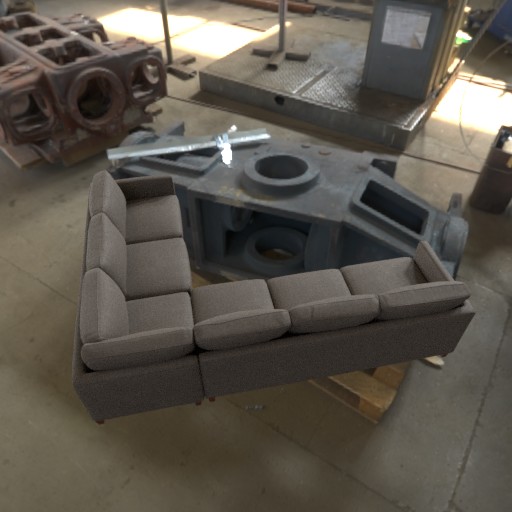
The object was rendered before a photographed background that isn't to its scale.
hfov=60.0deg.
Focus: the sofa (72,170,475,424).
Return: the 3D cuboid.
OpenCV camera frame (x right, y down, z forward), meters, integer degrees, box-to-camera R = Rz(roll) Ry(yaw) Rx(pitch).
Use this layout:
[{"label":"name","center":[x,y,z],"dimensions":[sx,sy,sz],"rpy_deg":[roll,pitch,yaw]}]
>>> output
[{"label":"sofa","center":[0.000,0.000,4.498],"dimensions":[3.302,0.947,2.593],"rpy_deg":[-8,46,-8]}]
